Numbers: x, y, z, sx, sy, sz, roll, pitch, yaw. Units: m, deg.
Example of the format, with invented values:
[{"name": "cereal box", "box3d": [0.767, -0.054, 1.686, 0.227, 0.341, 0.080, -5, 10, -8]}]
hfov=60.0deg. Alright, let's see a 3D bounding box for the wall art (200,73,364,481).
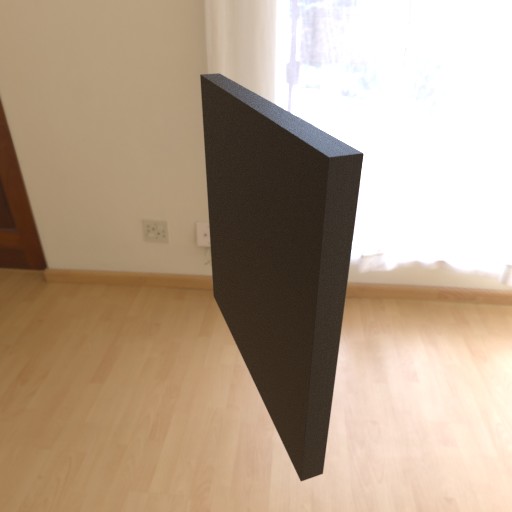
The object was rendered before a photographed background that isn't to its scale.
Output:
[{"name": "wall art", "box3d": [0.000, 0.000, 0.754, 0.038, 0.507, 0.507, -10, 32, -17]}]
